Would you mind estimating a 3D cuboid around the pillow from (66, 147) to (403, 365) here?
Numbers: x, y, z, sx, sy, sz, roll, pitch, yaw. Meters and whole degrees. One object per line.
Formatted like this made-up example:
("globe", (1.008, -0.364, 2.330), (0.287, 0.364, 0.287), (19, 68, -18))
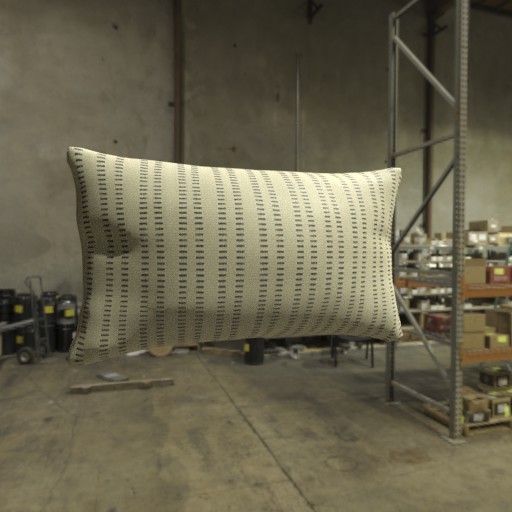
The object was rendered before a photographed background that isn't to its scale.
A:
("pillow", (0.000, 0.000, 0.802), (0.640, 0.353, 0.210), (0, 1, -18))
